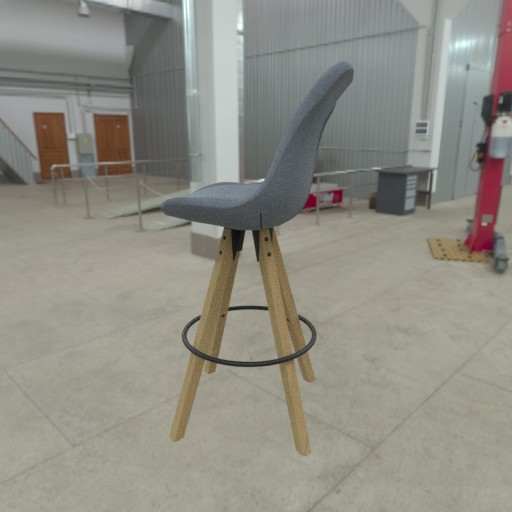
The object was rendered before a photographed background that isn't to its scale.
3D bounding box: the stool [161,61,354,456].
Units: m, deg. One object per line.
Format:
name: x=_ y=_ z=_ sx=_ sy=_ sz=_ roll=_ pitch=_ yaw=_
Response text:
stool: x=0.000 y=0.000 z=1.427 sx=0.550 sy=1.115 sz=0.485 roll=2 pitch=16 yaw=9
